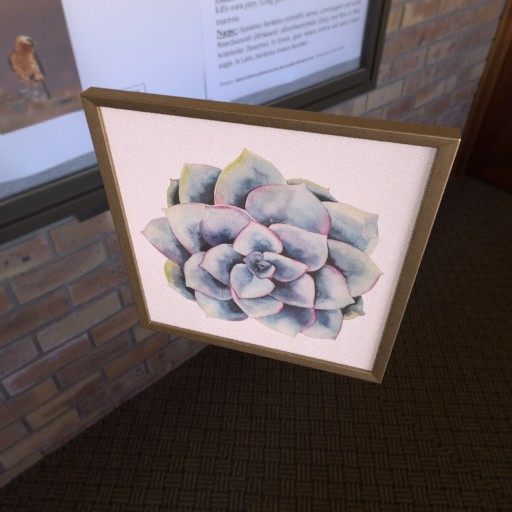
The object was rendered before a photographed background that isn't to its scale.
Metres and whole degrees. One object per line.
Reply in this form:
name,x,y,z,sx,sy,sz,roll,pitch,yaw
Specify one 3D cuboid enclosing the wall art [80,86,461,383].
wall art,0.000,0.000,0.743,0.503,0.506,0.030,11,42,12
